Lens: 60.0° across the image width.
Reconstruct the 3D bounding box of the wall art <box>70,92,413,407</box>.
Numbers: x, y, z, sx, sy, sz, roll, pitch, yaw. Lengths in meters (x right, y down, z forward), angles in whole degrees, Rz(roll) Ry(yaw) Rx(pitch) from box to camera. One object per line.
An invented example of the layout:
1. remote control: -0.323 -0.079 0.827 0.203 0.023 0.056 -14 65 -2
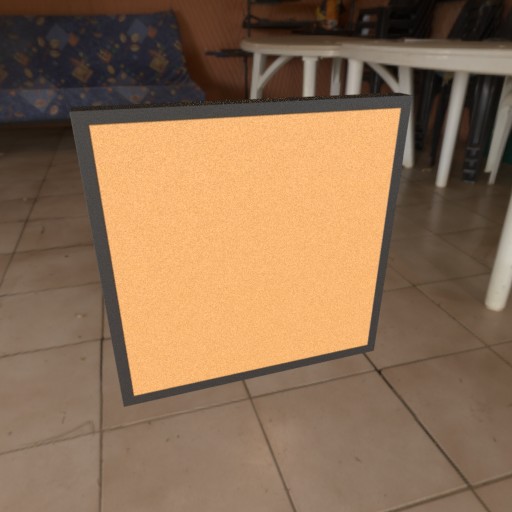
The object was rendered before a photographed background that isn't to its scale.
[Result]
1. wall art: 0.000 0.000 0.758 0.506 0.506 0.037 -8 28 -16
